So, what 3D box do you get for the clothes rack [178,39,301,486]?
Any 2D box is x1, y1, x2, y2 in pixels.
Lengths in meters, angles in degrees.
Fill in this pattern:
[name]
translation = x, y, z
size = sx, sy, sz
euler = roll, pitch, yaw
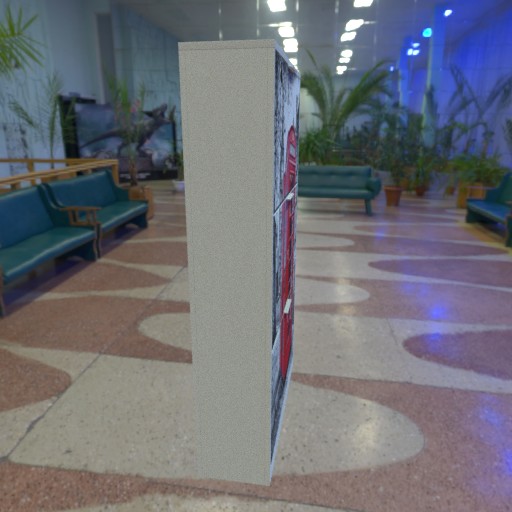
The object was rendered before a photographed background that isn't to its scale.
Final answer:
[clothes rack]
translation = 0.000, 0.000, 1.586
size = 0.250, 1.280, 0.750
euler = 3, 17, 10
